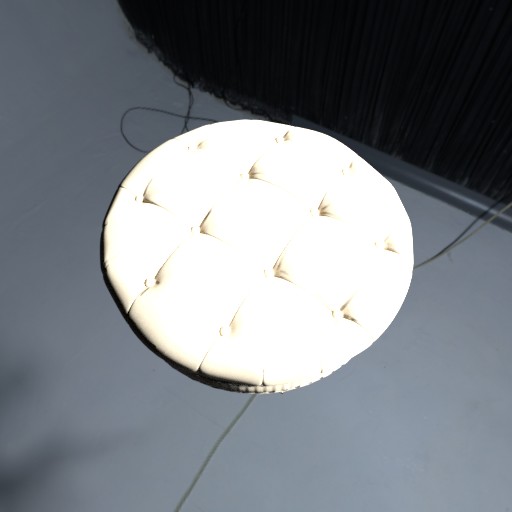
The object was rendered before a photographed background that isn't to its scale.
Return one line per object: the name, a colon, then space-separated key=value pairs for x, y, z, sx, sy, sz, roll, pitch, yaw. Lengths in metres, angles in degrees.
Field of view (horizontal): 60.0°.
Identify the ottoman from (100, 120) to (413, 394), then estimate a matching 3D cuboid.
ottoman: x=0.000 y=0.000 z=1.411 sx=0.901 sy=0.439 sz=0.901 roll=0 pitch=58 yaw=0
